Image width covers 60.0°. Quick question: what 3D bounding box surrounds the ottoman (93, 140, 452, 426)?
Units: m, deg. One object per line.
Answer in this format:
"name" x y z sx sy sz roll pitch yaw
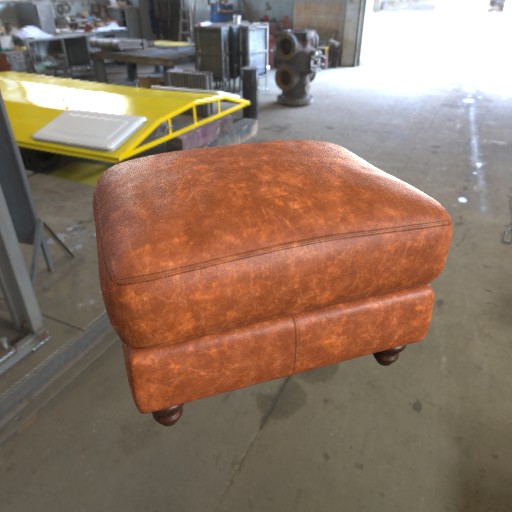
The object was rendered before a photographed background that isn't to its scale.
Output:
"ottoman" 0.000 0.000 1.269 0.832 0.562 0.657 -10 33 -16
